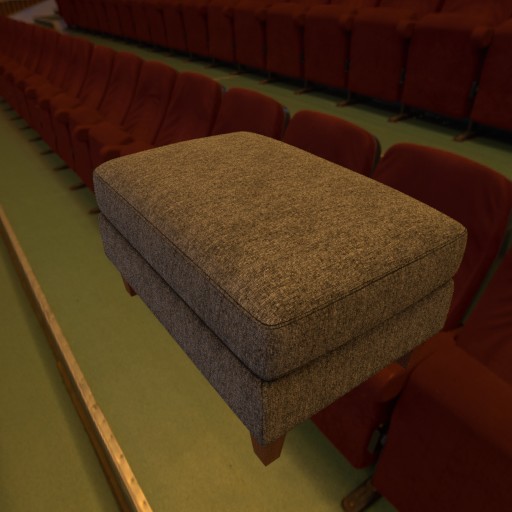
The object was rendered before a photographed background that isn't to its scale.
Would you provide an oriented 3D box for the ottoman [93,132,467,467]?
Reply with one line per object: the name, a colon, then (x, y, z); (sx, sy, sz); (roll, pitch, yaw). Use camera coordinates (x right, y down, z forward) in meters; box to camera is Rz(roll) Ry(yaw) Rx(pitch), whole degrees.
ottoman: (0.000, 0.000, 1.206); (0.584, 0.483, 0.864); (-21, 38, -30)
